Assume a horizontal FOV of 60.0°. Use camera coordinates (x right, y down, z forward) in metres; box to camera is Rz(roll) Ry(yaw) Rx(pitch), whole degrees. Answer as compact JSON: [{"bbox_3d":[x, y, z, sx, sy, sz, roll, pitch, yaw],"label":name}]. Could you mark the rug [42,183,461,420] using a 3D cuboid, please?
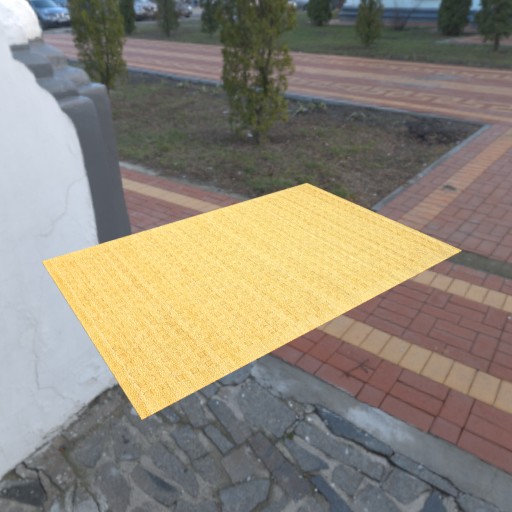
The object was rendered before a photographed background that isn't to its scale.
[{"bbox_3d":[0.000,0.000,2.898,2.286,0.006,1.524,-21,36,-31],"label":"rug"}]
